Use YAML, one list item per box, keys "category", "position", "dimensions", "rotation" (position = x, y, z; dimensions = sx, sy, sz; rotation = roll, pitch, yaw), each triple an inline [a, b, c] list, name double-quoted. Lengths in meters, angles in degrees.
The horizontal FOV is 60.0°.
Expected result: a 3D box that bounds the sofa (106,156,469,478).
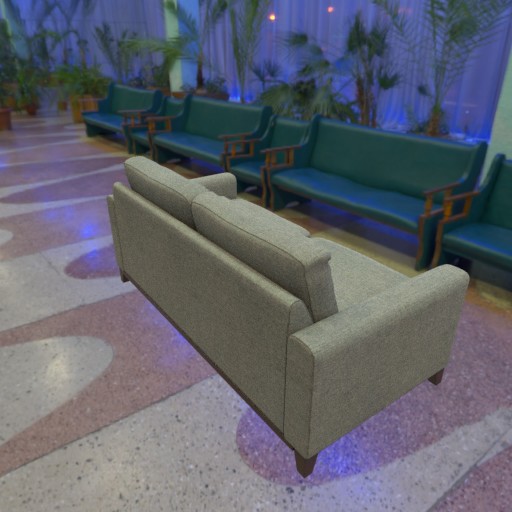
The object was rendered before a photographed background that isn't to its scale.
- category: "sofa"
  position: [0.000, 0.000, 2.472]
  dimensions: [0.969, 0.892, 1.978]
  rotation: [-18, 32, -32]
